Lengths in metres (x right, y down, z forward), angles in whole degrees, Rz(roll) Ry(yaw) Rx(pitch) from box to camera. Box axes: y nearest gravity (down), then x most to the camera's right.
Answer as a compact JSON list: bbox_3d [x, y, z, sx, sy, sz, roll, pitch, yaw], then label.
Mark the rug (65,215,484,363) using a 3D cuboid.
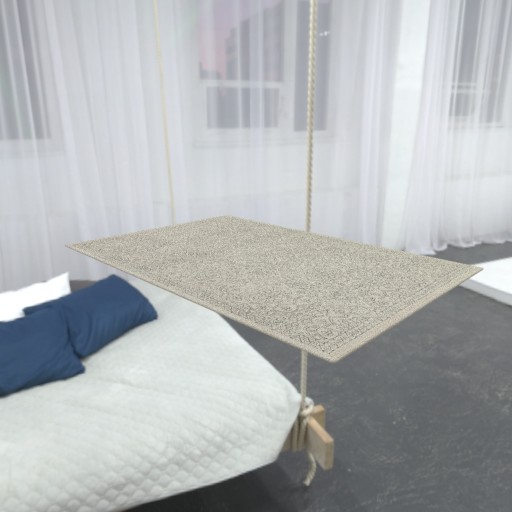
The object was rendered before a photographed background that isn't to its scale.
[{"bbox_3d":[0.000,0.000,2.868,2.286,0.011,1.524,16,23,42],"label":"rug"}]
